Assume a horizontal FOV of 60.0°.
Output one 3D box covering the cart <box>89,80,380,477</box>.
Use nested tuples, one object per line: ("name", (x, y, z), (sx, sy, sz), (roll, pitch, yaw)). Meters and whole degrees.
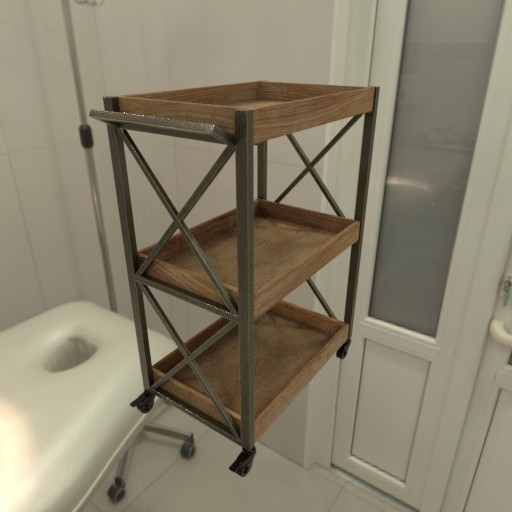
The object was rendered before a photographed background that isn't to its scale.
("cart", (0.000, 0.000, 1.192), (0.377, 0.835, 0.673), (17, 30, 32))
